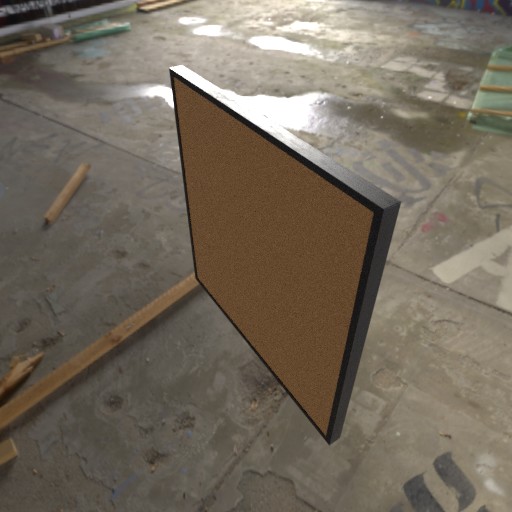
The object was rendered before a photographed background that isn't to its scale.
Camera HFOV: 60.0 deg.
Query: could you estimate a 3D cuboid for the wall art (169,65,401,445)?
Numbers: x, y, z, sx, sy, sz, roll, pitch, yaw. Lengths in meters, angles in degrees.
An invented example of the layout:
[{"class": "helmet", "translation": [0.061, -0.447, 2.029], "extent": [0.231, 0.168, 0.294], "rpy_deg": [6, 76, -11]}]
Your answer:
[{"class": "wall art", "translation": [0.000, 0.000, 1.172], "extent": [0.039, 0.763, 0.763], "rpy_deg": [-24, 46, -25]}]
